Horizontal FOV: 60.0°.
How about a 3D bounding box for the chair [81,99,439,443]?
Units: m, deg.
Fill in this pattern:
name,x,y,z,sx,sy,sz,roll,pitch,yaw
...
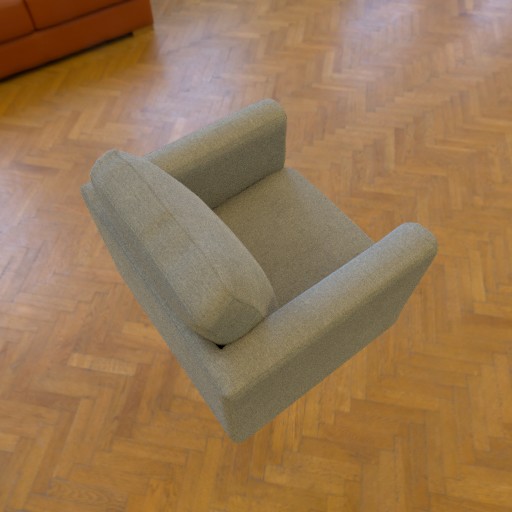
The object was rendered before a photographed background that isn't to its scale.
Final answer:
name,x,y,z,sx,sy,sz,roll,pitch,yaw
chair,0.000,0.000,1.551,0.800,0.927,0.855,-32,63,-19
